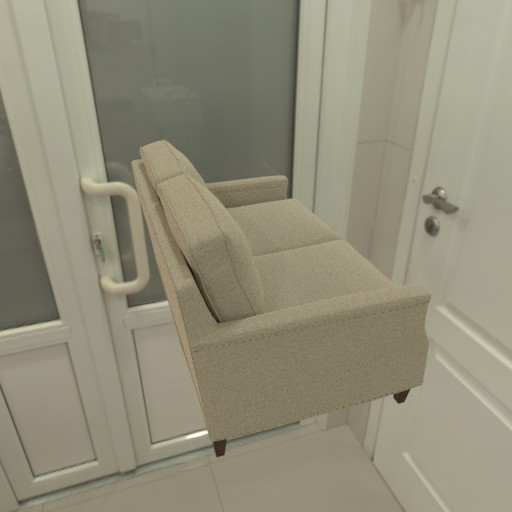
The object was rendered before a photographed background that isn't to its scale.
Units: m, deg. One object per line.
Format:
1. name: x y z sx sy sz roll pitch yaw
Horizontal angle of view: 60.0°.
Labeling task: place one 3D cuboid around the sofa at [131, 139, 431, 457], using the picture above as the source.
1. sofa: 0.000 0.000 2.338 1.084 1.003 1.597 -9 30 -17
